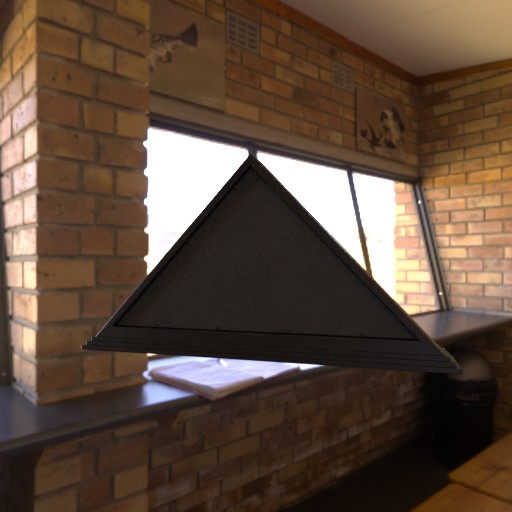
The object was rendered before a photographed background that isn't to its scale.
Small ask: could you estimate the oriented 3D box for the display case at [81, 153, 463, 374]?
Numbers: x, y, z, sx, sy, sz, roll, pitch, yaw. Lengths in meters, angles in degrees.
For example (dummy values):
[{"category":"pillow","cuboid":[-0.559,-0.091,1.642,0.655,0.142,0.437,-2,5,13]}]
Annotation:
[{"category":"display case","cuboid":[0.000,0.000,0.768,0.640,0.340,0.095,0,-1,16]}]
